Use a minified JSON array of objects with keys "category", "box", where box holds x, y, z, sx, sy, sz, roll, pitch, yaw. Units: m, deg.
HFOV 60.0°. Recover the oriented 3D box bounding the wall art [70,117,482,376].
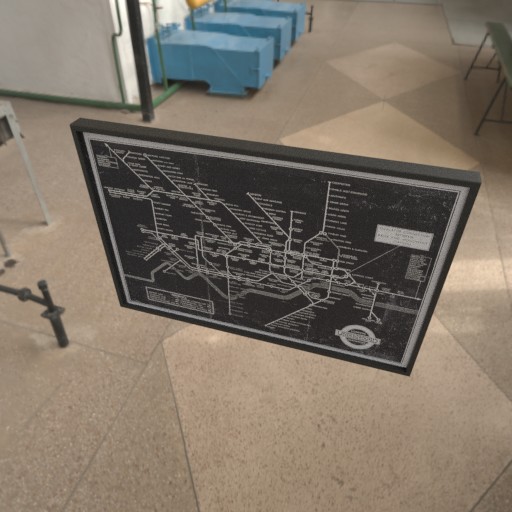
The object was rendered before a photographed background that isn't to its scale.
[{"category":"wall art","box":[0.000,0.000,0.564,0.443,0.301,0.021,11,41,13]}]
